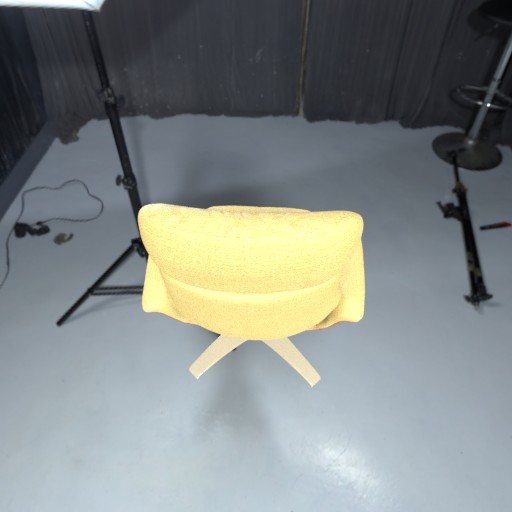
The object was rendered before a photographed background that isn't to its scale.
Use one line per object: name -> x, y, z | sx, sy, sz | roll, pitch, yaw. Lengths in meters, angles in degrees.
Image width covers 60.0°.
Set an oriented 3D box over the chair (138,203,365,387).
chair -> 0.000, 0.000, 1.590 | 0.785, 0.995, 0.837 | 2, 47, 2
